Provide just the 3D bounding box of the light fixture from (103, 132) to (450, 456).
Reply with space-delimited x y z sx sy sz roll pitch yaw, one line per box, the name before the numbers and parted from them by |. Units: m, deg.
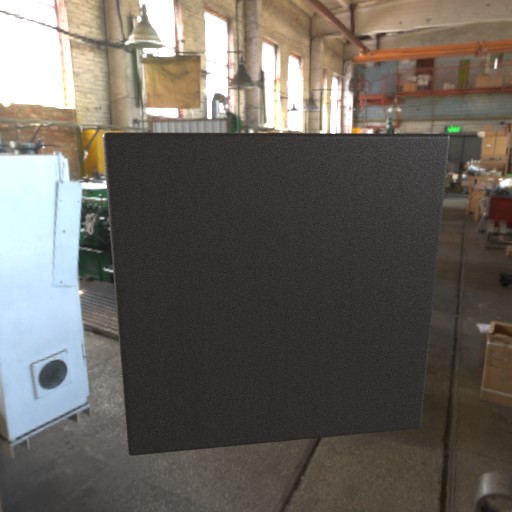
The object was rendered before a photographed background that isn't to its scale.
light fixture | 0.000 0.000 0.233 0.121 0.121 0.143 -2 14 -8
